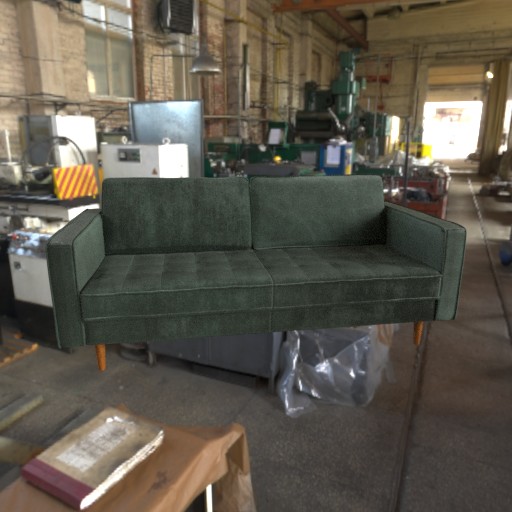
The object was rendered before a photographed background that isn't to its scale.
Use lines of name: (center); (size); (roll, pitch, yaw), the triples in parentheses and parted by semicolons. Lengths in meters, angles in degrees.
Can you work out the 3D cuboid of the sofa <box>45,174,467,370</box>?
sofa: (0.000, 0.000, 2.285); (1.816, 0.781, 0.886); (-2, 15, -9)
